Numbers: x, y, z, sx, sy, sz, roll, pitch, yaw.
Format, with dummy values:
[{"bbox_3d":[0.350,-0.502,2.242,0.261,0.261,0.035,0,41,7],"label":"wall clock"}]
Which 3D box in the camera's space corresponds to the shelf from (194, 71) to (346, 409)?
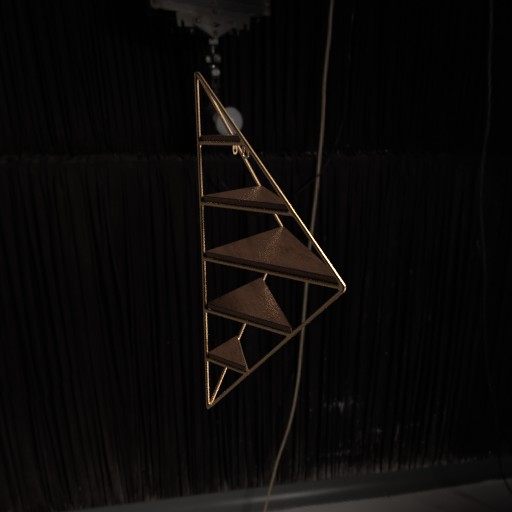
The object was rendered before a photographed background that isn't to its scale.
[{"bbox_3d":[0.000,0.000,1.190,0.294,0.913,0.564,-3,16,-10],"label":"shelf"}]
